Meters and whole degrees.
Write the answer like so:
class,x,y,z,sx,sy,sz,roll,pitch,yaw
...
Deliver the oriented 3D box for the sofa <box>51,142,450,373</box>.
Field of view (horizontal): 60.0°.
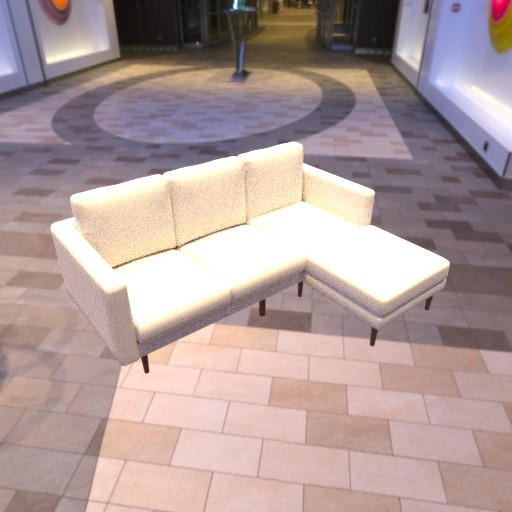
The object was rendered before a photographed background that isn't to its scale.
class,x,y,z,sx,sy,sz,roll,pitch,yaw
sofa,0.000,0.000,2.857,2.029,0.899,1.580,-22,37,-32
